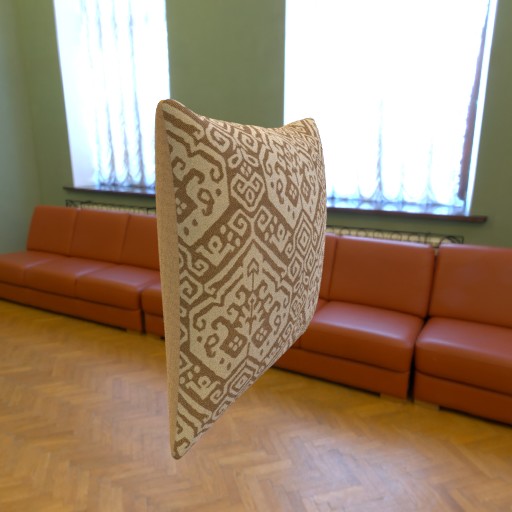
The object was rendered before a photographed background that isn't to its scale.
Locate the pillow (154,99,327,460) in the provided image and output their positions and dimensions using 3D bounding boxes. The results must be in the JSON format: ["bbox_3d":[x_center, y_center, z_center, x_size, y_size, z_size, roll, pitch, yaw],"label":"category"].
[{"bbox_3d":[0.000,0.000,0.650,0.173,0.407,0.419,7,16,26],"label":"pillow"}]
